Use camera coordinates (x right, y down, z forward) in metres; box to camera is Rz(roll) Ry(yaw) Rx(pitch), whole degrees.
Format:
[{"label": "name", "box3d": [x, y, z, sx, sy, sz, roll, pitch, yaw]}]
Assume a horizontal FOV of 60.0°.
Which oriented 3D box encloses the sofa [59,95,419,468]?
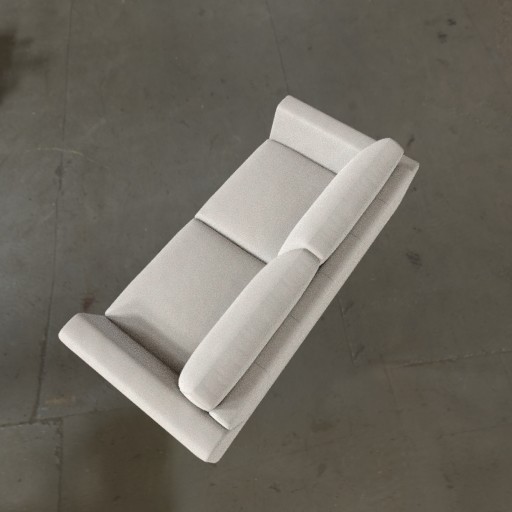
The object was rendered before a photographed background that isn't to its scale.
[{"label": "sofa", "box3d": [0.000, 0.000, 2.536, 0.953, 0.875, 2.017, 33, 68, 16]}]
